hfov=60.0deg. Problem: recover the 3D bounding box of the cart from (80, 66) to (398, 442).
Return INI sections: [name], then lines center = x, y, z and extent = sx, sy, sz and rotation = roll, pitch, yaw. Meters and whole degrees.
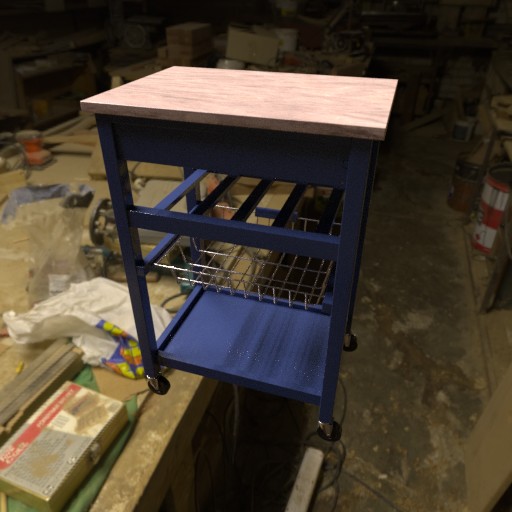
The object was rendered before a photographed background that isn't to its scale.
[cart]
center = 0.000, 0.000, 1.166
extent = 0.584, 0.839, 0.403
rotation = 10, 34, 15
